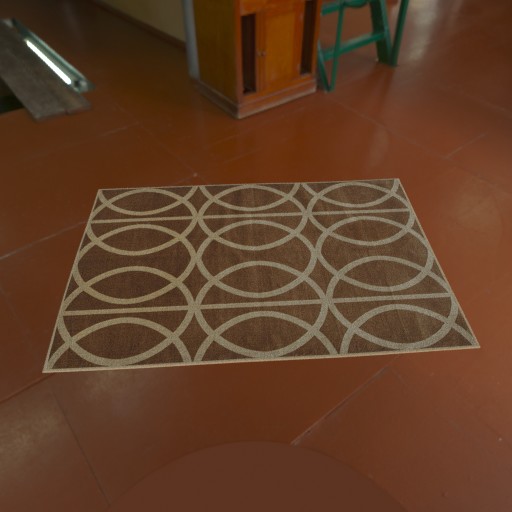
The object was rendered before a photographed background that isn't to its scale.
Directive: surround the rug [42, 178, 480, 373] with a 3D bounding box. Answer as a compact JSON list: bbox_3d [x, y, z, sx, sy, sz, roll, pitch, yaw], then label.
[{"bbox_3d":[0.000,0.000,2.825,2.290,0.014,1.526,-3,46,-3],"label":"rug"}]
